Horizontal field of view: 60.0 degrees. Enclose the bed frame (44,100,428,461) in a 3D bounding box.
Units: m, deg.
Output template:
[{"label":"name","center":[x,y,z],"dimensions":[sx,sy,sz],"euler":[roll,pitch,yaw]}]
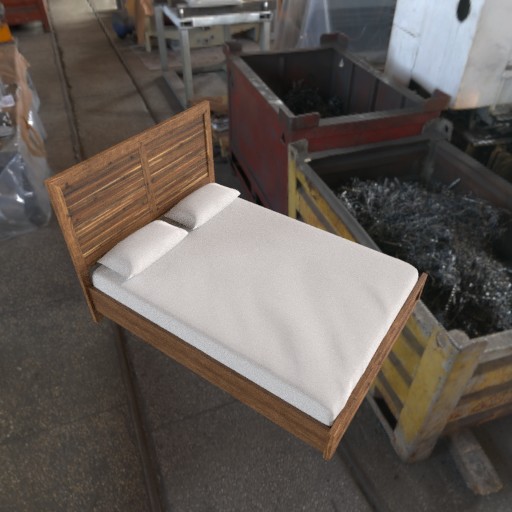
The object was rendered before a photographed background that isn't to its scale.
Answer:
[{"label":"bed frame","center":[0.000,0.000,3.460],"dimensions":[2.276,1.417,1.696],"euler":[24,46,25]}]
